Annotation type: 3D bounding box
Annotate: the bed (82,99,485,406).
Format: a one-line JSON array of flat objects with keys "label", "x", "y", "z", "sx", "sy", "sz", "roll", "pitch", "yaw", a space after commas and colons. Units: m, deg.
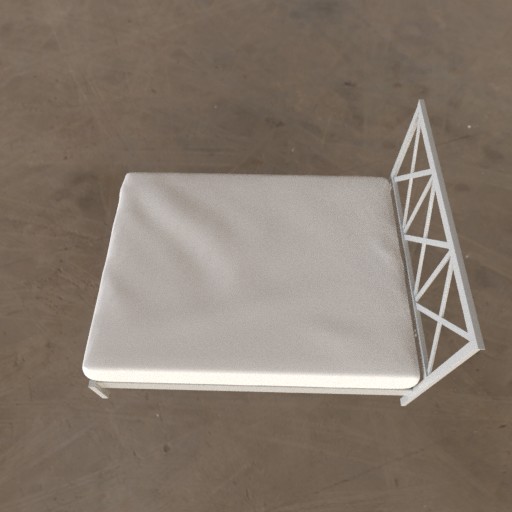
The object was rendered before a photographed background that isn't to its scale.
[{"label": "bed", "x": 0.000, "y": 0.000, "z": 2.998, "sx": 2.135, "sy": 1.253, "sz": 1.673, "roll": 1, "pitch": 59, "yaw": 1}]
